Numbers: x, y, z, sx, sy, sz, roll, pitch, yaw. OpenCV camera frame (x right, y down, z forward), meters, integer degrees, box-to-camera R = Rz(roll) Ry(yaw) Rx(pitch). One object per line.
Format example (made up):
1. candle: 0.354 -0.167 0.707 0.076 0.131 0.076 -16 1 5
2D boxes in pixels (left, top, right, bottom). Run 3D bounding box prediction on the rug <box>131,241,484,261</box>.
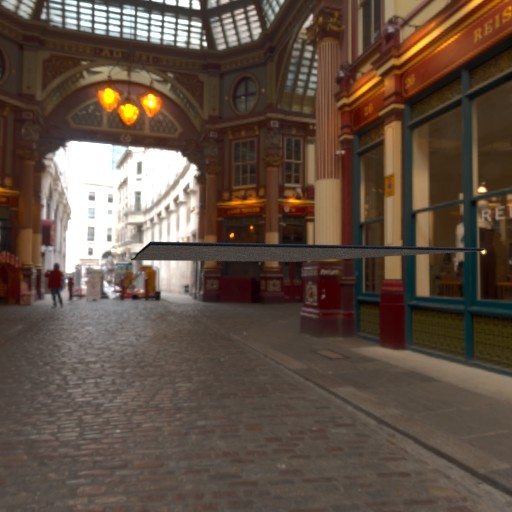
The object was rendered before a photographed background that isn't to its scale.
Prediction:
1. rug: 0.000 0.000 2.917 1.528 0.014 2.294 1 -2 -18
